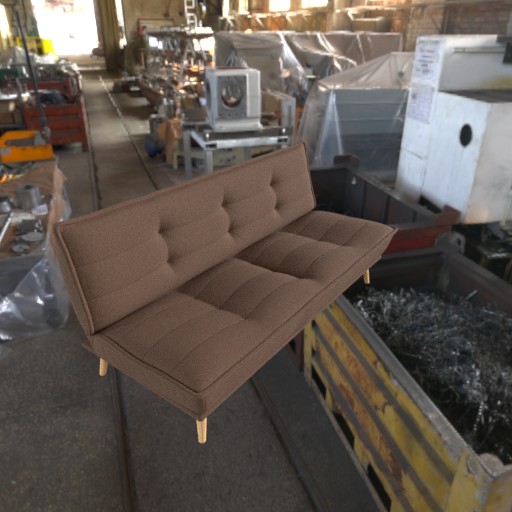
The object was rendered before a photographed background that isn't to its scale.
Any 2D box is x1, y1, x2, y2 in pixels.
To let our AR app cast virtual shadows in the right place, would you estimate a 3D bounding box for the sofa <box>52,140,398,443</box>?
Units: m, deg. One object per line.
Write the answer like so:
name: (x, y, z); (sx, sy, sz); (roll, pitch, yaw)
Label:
sofa: (0.000, 0.000, 2.502); (0.950, 0.890, 1.940); (19, 32, 32)
